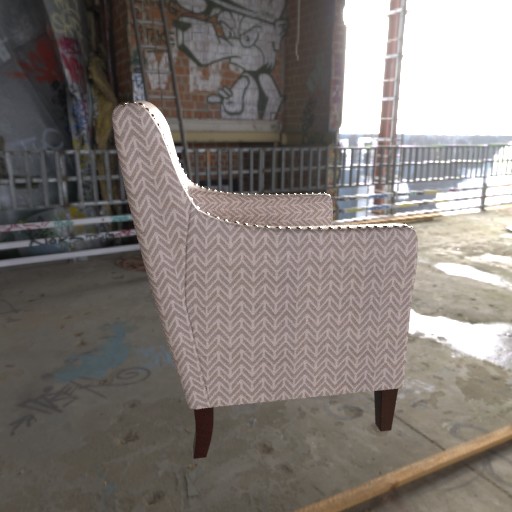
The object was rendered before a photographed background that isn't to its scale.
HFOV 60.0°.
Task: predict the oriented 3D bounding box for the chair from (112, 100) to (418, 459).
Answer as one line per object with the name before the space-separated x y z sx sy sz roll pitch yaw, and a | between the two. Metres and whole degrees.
chair | 0.000 0.000 1.262 0.651 0.816 0.623 -3 16 -10
